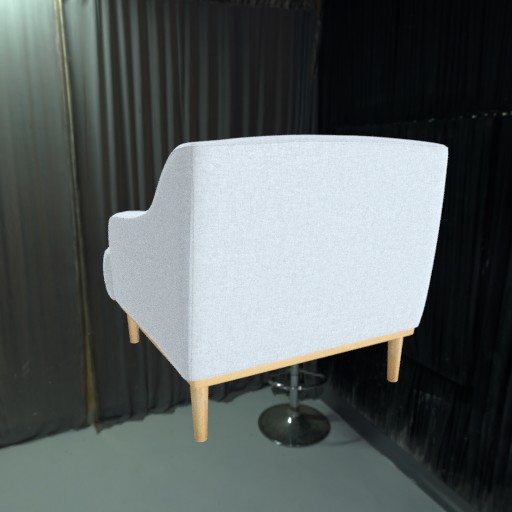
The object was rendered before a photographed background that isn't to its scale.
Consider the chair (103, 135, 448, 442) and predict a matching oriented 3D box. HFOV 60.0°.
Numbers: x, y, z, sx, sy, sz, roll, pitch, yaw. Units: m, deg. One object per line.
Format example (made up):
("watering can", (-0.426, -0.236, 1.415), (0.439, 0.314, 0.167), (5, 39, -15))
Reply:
("chair", (0.000, 0.000, 1.604), (0.946, 0.818, 0.951), (-7, 15, -27))
